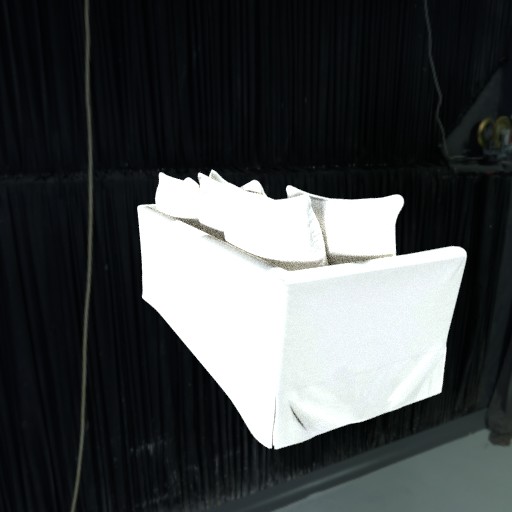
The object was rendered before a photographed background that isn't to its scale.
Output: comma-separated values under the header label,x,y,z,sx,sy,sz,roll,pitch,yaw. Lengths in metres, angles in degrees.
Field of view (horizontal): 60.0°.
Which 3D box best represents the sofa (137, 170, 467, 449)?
label,x,y,z,sx,sy,sz,roll,pitch,yaw
sofa,0.000,0.000,2.816,1.031,1.034,2.290,-7,16,-26
